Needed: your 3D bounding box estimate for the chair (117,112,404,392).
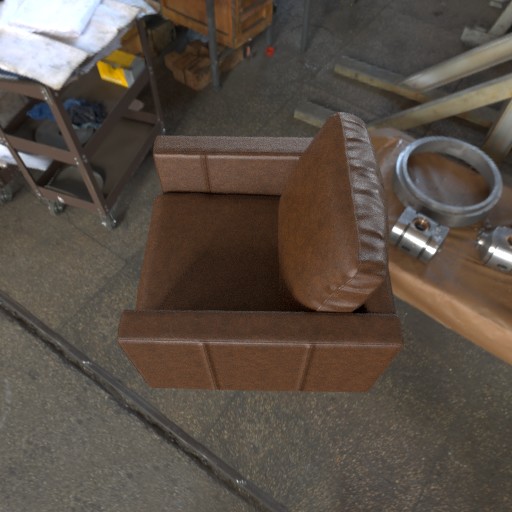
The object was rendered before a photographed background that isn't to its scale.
[{"bbox_3d":[0.000,0.000,1.743,0.909,0.956,0.890,1,58,1],"label":"chair"}]
